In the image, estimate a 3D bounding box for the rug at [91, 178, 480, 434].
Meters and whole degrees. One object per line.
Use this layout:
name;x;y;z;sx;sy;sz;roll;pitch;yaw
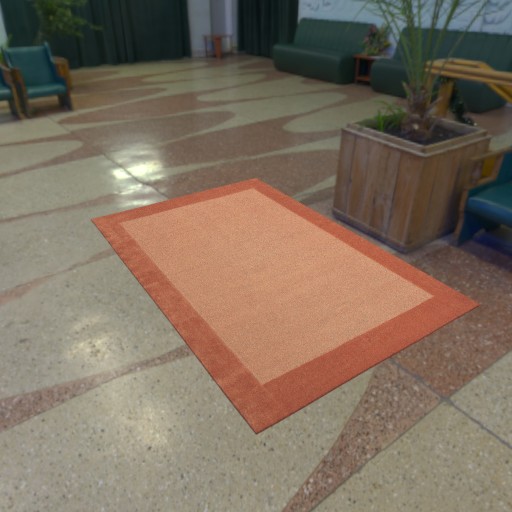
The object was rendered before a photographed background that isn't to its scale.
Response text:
rug;0.000;0.000;2.364;1.219;0.014;1.829;-19;37;-28
